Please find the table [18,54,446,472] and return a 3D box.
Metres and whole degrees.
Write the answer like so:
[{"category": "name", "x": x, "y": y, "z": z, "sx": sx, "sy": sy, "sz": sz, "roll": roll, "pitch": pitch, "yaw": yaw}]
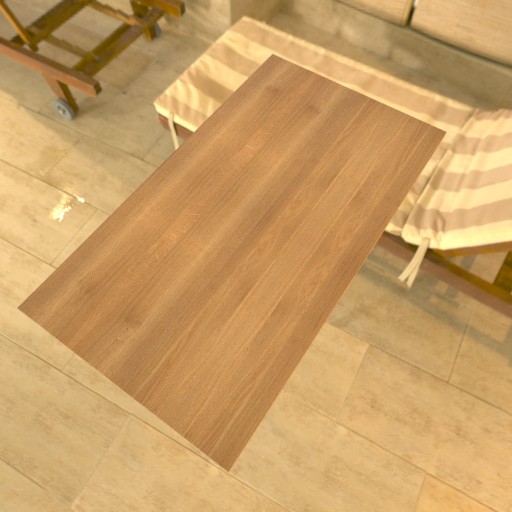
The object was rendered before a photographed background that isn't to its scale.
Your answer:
[{"category": "table", "x": 0.000, "y": 0.000, "z": 2.049, "sx": 0.900, "sy": 0.750, "sz": 1.600, "roll": 31, "pitch": 66, "yaw": 16}]
